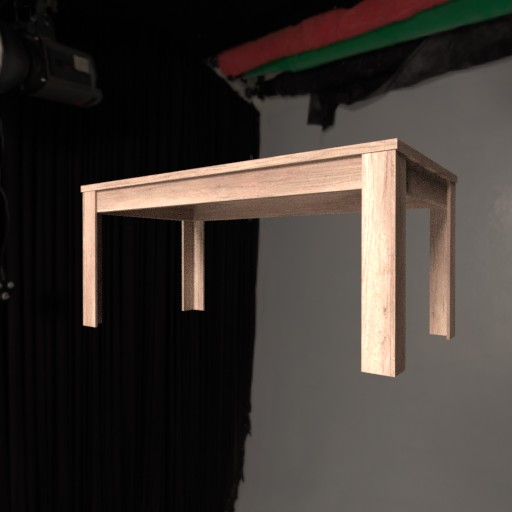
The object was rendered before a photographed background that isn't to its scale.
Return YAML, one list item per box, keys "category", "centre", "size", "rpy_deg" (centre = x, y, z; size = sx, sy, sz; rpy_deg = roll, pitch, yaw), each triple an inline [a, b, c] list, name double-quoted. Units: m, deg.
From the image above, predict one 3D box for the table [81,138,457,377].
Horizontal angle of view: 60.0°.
- category: "table"
  centre: [0.000, 0.000, 2.352]
  size: [1.800, 0.790, 0.900]
  rpy_deg: [0, 1, 36]
